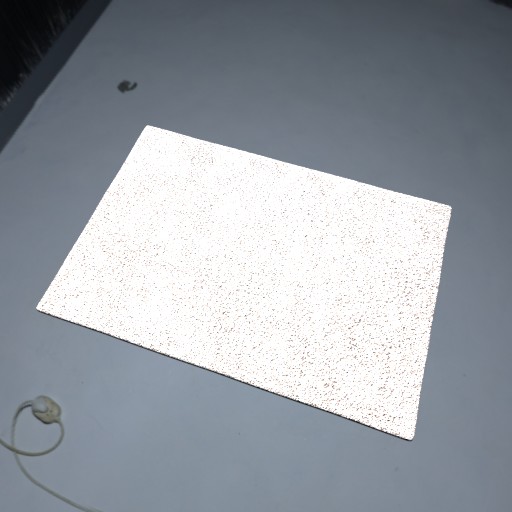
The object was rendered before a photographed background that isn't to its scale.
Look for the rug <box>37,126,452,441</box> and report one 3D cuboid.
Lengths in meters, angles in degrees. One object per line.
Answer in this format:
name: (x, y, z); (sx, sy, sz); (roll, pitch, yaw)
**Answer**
rug: (0.000, 0.000, 2.219); (1.778, 0.030, 1.219); (17, 64, 9)
